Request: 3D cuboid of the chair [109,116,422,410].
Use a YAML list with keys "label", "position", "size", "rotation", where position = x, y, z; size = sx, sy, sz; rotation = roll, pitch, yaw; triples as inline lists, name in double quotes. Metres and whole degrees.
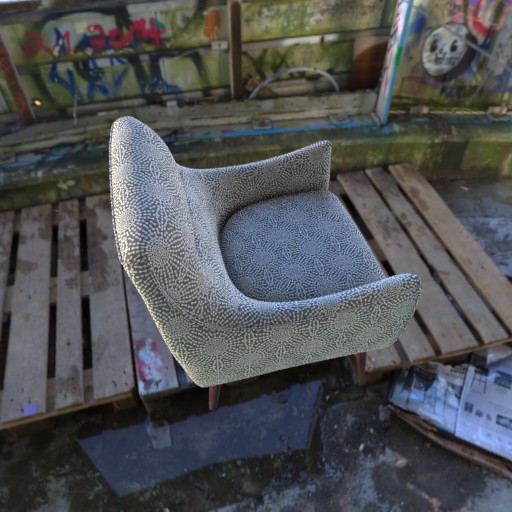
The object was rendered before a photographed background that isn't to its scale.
- label: "chair"
  position: [0.000, 0.000, 1.501]
  size: [0.787, 0.838, 0.762]
  rotation: [-11, 47, -10]
